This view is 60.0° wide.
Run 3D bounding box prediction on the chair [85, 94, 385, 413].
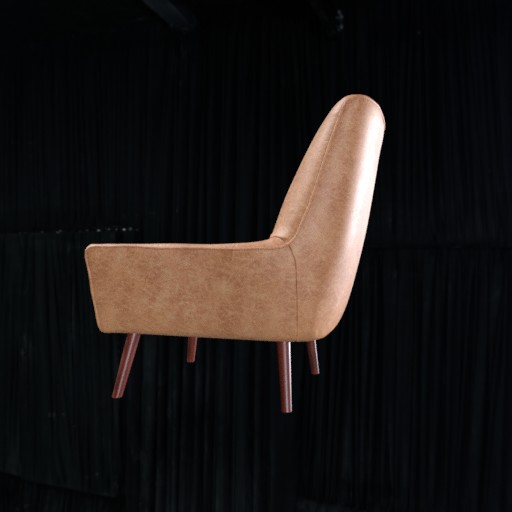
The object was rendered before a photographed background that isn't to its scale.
[{"bbox_3d":[0.000,0.000,1.518,0.851,0.883,0.753,0,-1,18],"label":"chair"}]
